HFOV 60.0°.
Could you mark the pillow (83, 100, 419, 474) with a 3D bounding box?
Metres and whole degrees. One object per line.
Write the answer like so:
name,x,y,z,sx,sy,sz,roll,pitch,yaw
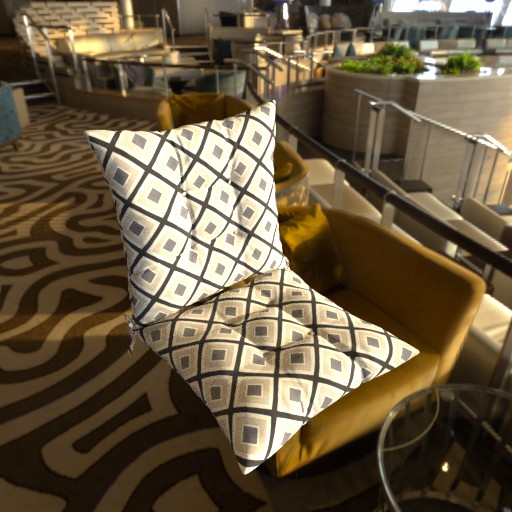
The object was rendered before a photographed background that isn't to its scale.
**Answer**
pillow,0.000,0.000,0.983,0.541,0.536,0.585,-21,36,-32
